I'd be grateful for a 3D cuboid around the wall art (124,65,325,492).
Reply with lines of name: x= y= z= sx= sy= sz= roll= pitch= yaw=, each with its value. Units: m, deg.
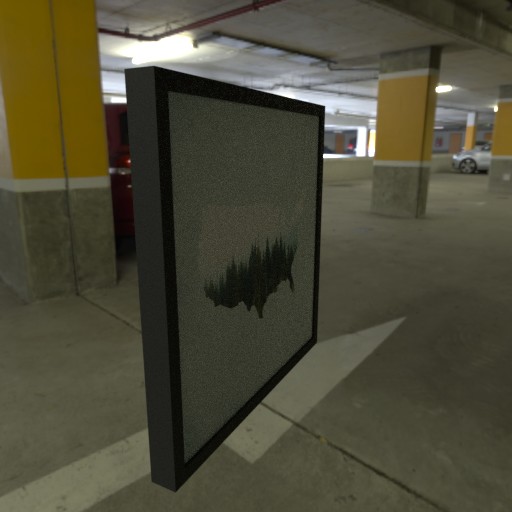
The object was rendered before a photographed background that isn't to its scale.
wall art: x=0.000 y=0.000 z=0.733 sx=0.040 sy=0.509 sz=0.509 roll=7 pitch=16 yaw=27
